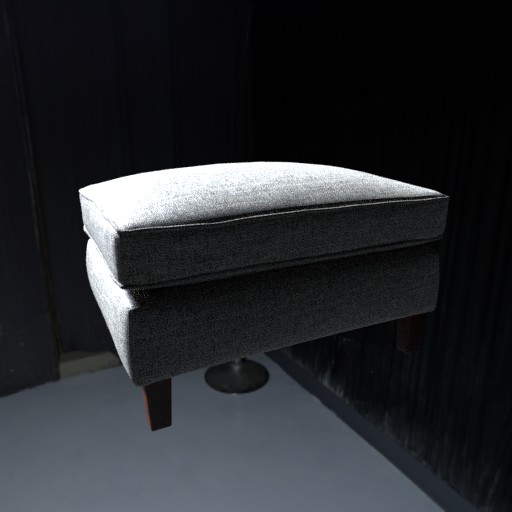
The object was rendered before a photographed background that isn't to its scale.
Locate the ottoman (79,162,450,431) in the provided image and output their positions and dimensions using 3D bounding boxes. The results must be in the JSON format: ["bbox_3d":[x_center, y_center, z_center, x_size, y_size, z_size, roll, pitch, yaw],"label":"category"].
[{"bbox_3d":[0.000,0.000,0.997,0.686,0.406,0.508,-8,19,-26],"label":"ottoman"}]
